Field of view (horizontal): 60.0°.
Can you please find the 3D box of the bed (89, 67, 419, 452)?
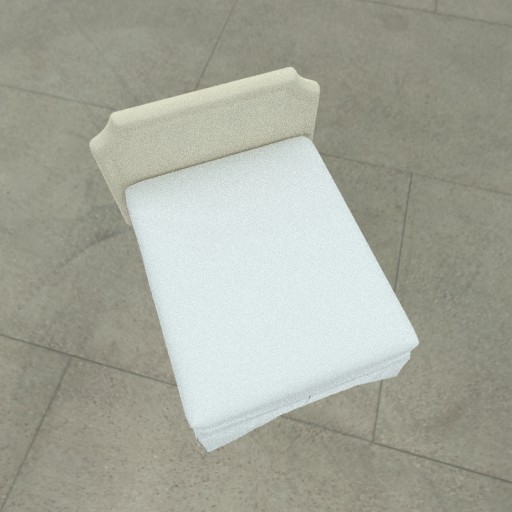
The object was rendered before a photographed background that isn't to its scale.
[{"bbox_3d":[0.000,0.000,3.289,1.827,1.296,2.209,-18,65,-9],"label":"bed"}]
